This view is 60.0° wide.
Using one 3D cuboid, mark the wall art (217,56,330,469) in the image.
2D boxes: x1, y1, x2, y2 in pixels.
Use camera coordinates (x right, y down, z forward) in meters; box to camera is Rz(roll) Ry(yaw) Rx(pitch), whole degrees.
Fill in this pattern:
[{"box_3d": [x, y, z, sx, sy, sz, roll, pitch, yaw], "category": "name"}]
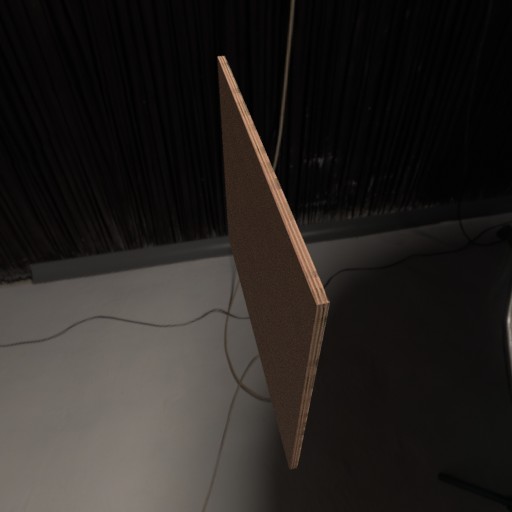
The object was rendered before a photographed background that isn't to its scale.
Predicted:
[{"box_3d": [0.000, 0.000, 0.689, 0.012, 0.408, 0.508, -9, 47, -9], "category": "wall art"}]
